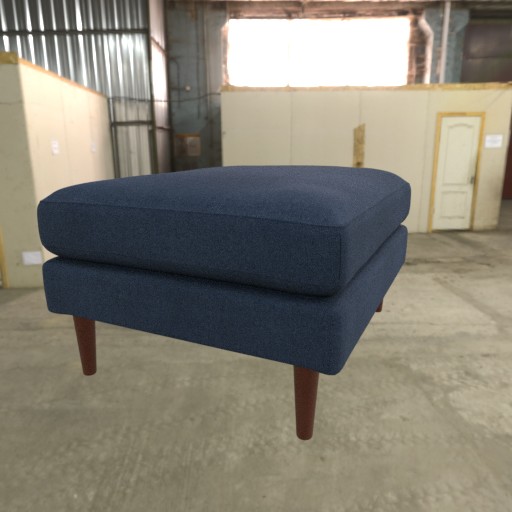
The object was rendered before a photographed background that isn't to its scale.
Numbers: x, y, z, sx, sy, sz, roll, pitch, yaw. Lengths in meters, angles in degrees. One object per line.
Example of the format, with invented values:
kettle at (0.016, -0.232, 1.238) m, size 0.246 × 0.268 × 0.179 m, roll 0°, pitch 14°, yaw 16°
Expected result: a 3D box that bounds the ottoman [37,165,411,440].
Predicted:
ottoman at (0.000, 0.000, 1.207) m, size 0.693 × 0.474 × 0.821 m, roll 7°, pitch 16°, yaw 25°
